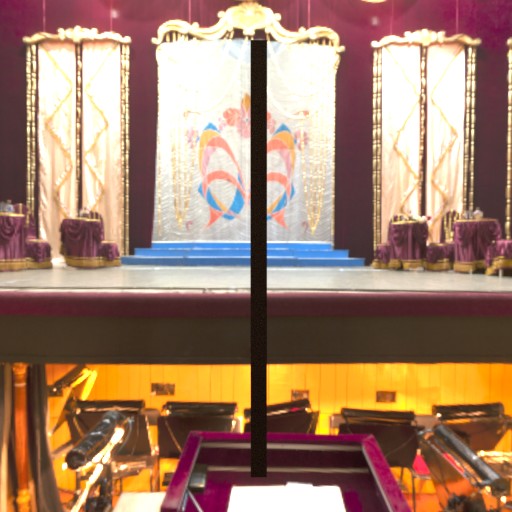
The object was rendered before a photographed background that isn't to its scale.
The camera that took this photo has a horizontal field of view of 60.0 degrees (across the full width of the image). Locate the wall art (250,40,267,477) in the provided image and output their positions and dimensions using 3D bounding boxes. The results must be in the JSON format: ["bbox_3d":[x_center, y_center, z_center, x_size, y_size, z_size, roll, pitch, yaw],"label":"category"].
[{"bbox_3d":[0.000,0.000,1.536,0.038,1.016,1.016,0,1,-1],"label":"wall art"}]
